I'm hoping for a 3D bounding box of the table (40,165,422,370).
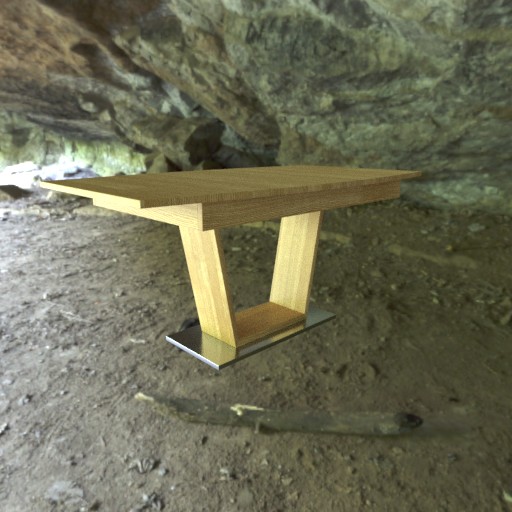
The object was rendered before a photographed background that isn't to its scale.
[{"bbox_3d":[0.000,0.000,2.090,1.598,0.748,0.900,-14,20,-42],"label":"table"}]
